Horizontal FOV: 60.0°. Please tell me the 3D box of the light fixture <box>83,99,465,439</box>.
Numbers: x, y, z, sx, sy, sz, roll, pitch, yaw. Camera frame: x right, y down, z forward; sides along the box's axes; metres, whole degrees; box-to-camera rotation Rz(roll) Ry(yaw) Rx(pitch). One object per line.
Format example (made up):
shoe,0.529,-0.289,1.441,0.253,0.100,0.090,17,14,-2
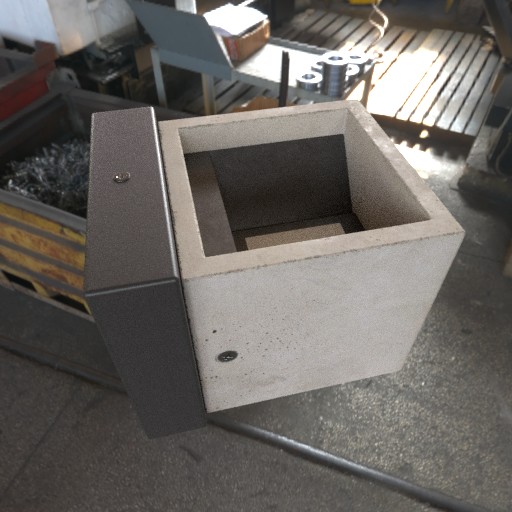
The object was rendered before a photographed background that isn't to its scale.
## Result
light fixture,0.000,0.000,0.237,0.143,0.121,0.121,-10,47,-9
